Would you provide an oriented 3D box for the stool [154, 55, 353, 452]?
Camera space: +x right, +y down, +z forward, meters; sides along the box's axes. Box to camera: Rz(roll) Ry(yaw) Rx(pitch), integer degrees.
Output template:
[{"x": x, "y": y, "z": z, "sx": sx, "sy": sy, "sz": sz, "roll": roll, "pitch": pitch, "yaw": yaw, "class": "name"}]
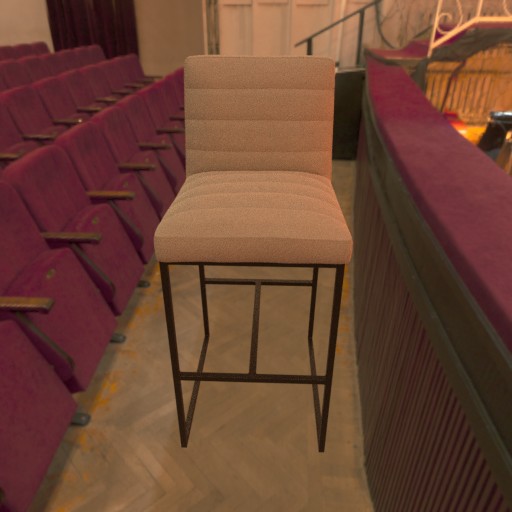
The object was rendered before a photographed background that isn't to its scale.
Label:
[{"x": 0.000, "y": 0.000, "z": 1.329, "sx": 0.464, "sy": 1.061, "sz": 0.573, "roll": 1, "pitch": 29, "yaw": 2, "class": "stool"}]
